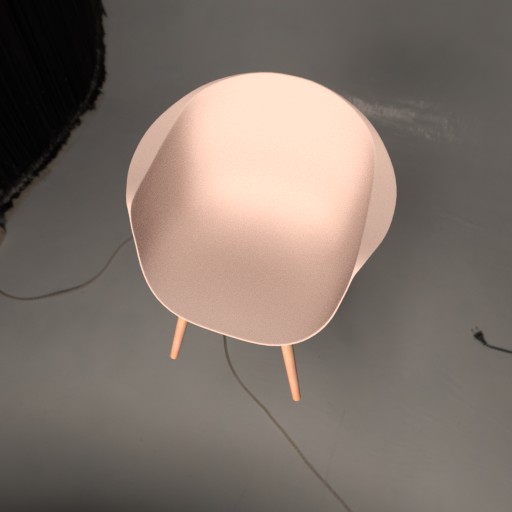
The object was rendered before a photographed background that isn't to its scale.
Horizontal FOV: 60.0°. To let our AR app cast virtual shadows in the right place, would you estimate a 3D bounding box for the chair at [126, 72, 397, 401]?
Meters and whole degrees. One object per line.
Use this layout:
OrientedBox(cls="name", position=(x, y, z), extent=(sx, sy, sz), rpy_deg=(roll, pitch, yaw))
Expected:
OrientedBox(cls="chair", position=(0.000, 0.000, 1.205), extent=(0.593, 0.781, 0.504), rpy_deg=(16, 59, 10))
